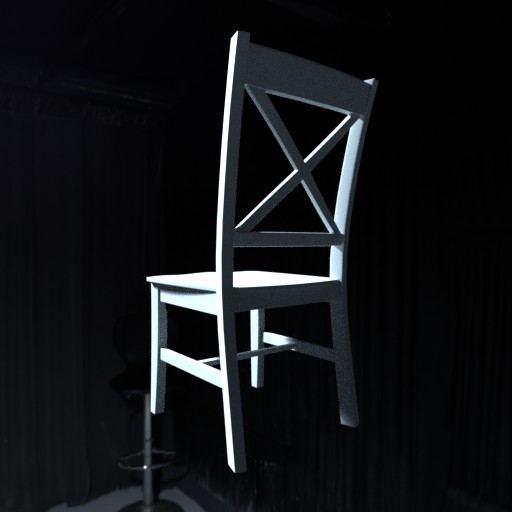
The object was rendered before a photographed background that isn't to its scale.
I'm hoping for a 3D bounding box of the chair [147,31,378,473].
[{"bbox_3d":[0.000,0.000,1.303,0.485,0.983,0.542,-1,2,-38],"label":"chair"}]
